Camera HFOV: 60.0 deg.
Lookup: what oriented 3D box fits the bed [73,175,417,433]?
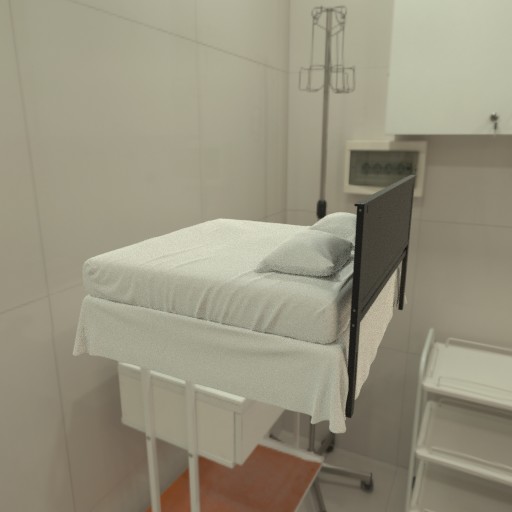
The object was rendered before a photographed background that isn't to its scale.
[{"bbox_3d":[0.000,0.000,3.723,2.219,1.271,2.315,7,17,26],"label":"bed"}]
